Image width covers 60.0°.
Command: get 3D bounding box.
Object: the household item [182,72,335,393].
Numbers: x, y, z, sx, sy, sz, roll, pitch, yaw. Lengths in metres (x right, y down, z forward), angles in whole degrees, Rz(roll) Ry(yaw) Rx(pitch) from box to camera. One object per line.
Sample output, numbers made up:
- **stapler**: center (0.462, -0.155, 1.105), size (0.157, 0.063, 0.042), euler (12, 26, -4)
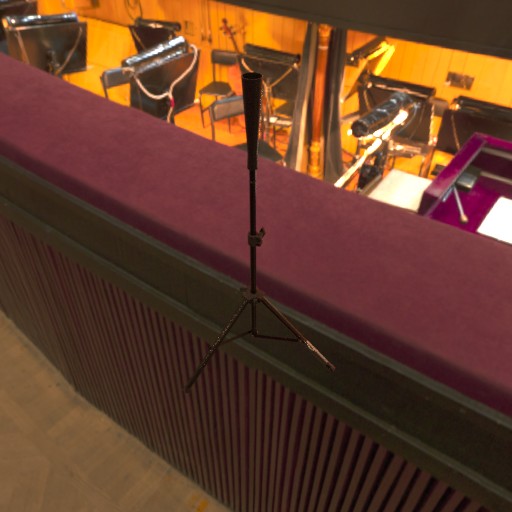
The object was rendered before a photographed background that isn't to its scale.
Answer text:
- **household item**: center (0.000, 0.000, 1.389), size (0.559, 1.067, 0.559), euler (25, 47, 26)
